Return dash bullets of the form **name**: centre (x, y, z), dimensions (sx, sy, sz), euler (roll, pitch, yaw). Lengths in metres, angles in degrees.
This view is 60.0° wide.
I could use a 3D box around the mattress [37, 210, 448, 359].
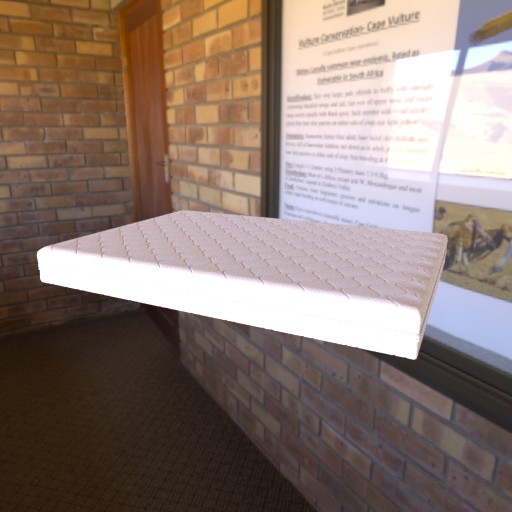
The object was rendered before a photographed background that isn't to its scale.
- **mattress**: centre (0.000, 0.000, 2.617), dimensions (2.000, 0.200, 1.400), euler (8, 17, 25)
